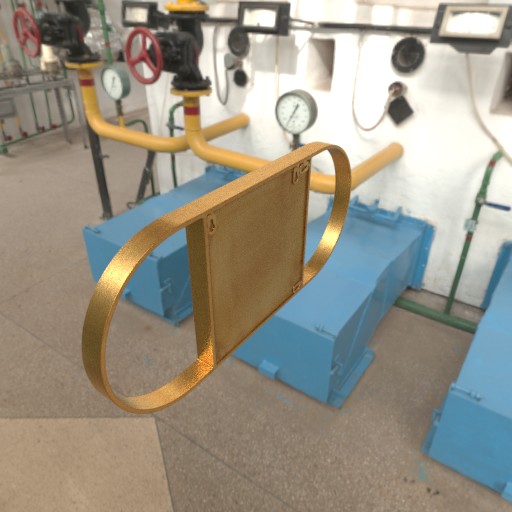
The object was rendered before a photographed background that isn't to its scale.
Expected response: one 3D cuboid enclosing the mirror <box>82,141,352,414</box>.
[{"bbox_3d":[0.000,0.000,0.667,0.032,0.254,0.584,21,37,30],"label":"mirror"}]
